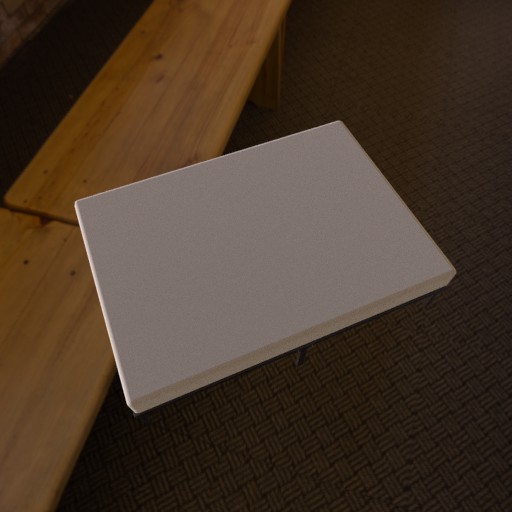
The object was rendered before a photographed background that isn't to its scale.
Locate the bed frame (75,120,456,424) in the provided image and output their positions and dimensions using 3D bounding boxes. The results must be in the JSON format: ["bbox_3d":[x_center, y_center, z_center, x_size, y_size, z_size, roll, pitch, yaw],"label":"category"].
[{"bbox_3d":[0.000,0.000,3.892,2.842,0.680,2.205,-14,59,-8],"label":"bed frame"}]
